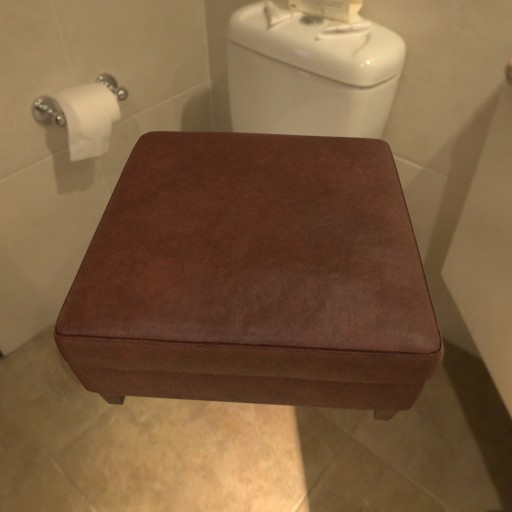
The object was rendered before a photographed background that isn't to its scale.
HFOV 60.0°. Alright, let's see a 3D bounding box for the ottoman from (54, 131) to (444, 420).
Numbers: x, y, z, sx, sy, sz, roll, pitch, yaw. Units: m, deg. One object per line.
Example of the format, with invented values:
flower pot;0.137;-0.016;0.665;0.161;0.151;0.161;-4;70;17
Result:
ottoman;0.000;0.000;1.288;0.836;0.415;0.844;3;47;2
